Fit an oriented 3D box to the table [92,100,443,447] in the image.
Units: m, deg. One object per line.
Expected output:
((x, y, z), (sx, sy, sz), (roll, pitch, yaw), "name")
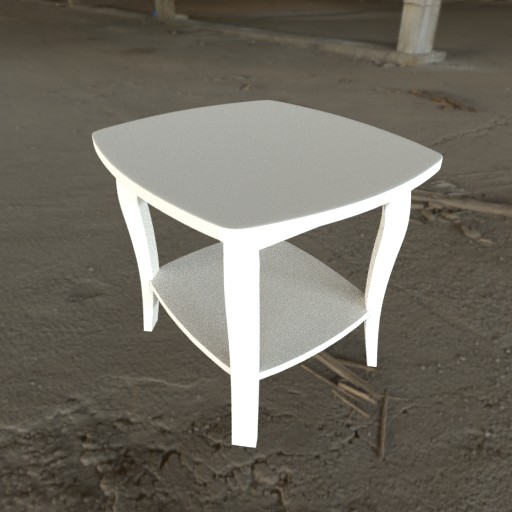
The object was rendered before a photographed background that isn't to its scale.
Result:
((0.000, 0.000, 0.838), (0.451, 0.438, 0.502), (-22, 39, -30), "table")
